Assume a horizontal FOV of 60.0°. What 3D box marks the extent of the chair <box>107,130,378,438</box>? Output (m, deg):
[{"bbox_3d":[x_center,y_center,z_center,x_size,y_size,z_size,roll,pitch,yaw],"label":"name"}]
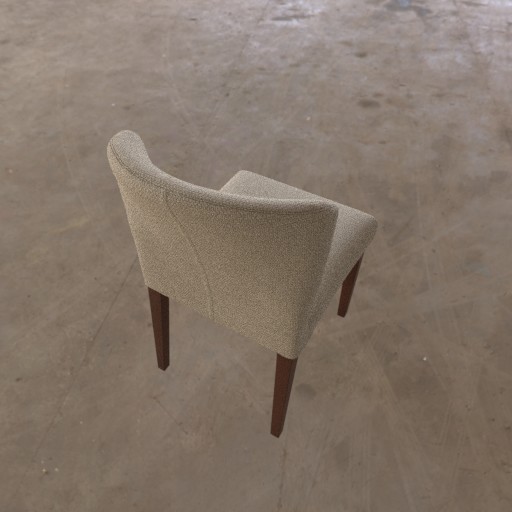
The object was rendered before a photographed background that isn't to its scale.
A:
[{"bbox_3d":[0.000,0.000,1.187,0.491,0.839,0.589,23,51,21],"label":"chair"}]
